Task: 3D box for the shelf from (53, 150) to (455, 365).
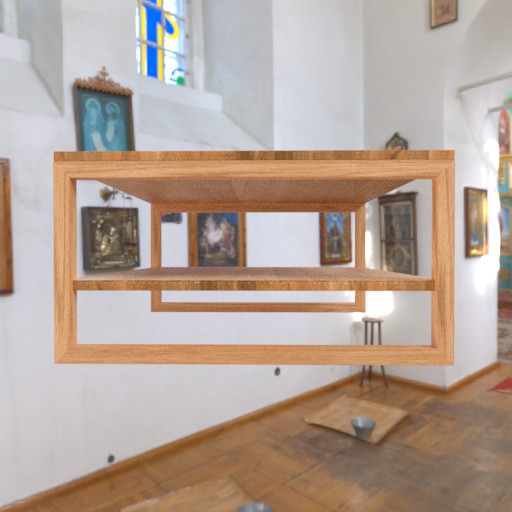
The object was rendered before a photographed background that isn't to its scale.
[{"bbox_3d":[0.000,0.000,1.442,0.899,0.480,0.899,0,1,1],"label":"shelf"}]
